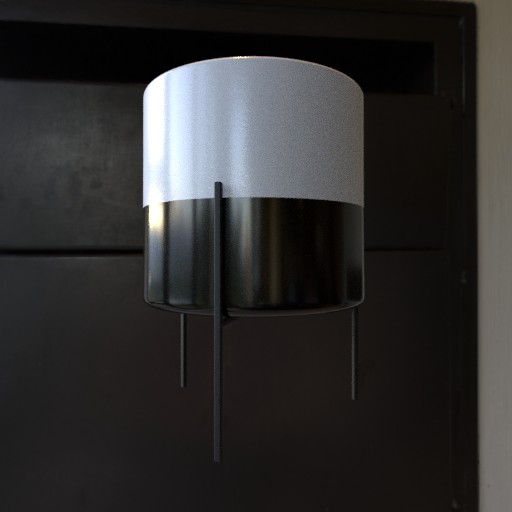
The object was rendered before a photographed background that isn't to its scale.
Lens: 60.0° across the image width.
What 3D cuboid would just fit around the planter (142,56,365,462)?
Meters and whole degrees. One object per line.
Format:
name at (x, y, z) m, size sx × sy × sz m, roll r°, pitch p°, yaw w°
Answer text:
planter at (0.000, 0.000, 0.620) m, size 0.310 × 0.432 × 0.310 m, roll 0°, pitch 0°, yaw -2°
